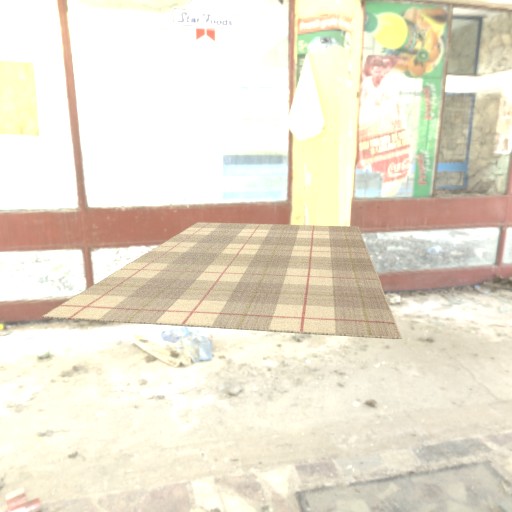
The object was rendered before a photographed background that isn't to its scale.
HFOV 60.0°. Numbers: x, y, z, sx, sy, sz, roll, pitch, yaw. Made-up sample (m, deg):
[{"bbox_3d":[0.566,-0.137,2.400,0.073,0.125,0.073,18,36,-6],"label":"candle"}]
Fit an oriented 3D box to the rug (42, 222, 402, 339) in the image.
[{"bbox_3d":[0.000,0.000,3.015,1.549,0.010,2.464,2,14,8],"label":"rug"}]
